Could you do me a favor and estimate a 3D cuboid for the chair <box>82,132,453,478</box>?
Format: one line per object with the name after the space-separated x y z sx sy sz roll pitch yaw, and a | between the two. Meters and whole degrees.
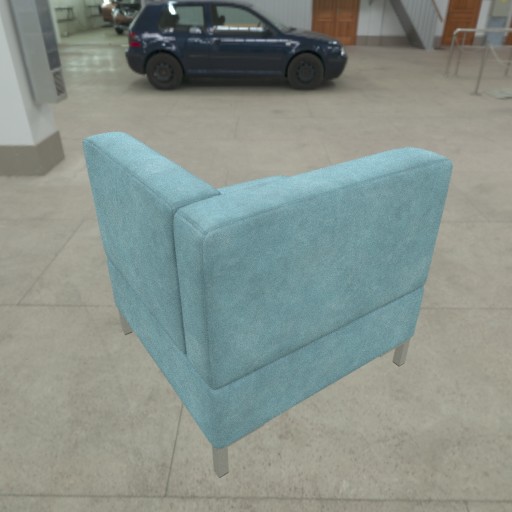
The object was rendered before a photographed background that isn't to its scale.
0.000 0.000 1.246 0.691 0.660 0.684 -20 36 -29 | chair
